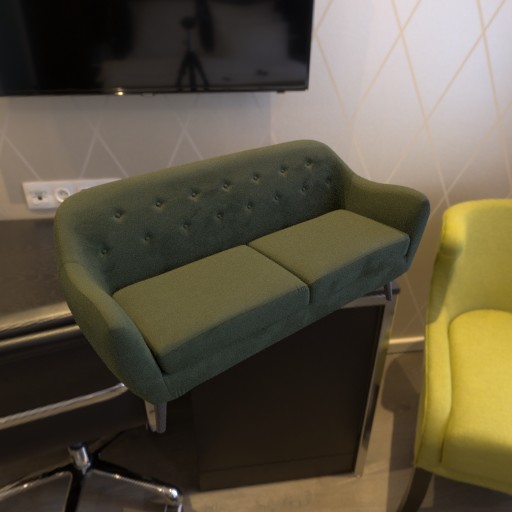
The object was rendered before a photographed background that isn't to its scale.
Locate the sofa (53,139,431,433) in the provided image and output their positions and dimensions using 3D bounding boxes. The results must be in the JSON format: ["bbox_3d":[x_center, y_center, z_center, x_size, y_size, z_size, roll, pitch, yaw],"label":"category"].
[{"bbox_3d":[0.000,0.000,2.267,1.840,0.836,0.820,-21,36,-32],"label":"sofa"}]
